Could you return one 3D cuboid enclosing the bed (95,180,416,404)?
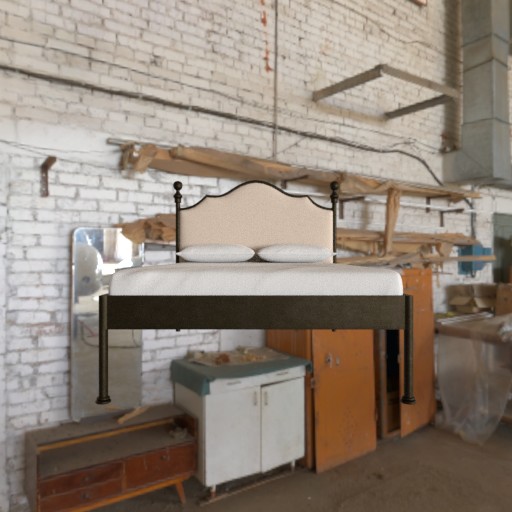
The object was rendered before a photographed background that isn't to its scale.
[{"bbox_3d":[0.000,0.000,3.323,1.642,1.499,2.224,0,0,0],"label":"bed"}]
